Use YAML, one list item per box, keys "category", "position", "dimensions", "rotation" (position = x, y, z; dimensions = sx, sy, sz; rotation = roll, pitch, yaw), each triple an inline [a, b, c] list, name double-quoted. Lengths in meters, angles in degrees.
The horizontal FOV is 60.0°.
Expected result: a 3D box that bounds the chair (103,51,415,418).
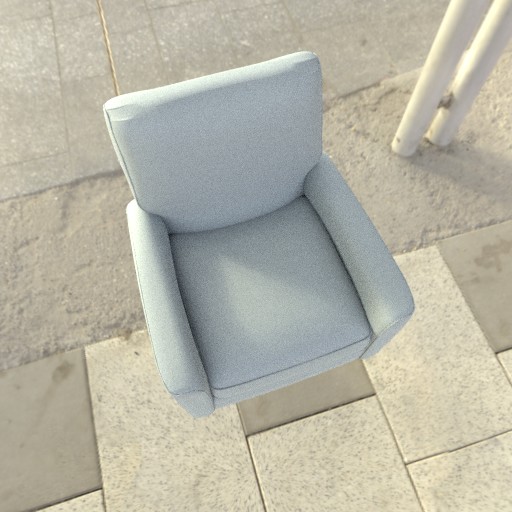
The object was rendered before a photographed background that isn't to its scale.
- category: "chair"
  position: [0.000, 0.000, 1.599]
  dimensions: [0.853, 1.007, 0.846]
  rotation: [-17, 65, -8]
